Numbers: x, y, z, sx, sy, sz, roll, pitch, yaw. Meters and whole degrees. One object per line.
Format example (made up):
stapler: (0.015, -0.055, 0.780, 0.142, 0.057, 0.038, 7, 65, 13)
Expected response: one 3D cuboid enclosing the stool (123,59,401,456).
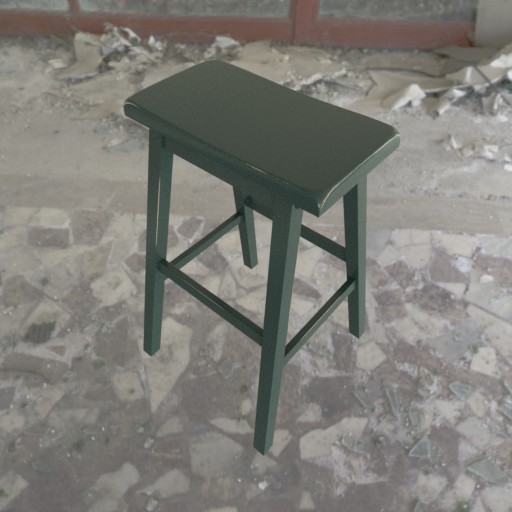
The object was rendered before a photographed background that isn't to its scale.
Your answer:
stool: (0.000, 0.000, 1.046, 0.457, 0.737, 0.476, 32, 55, 26)
